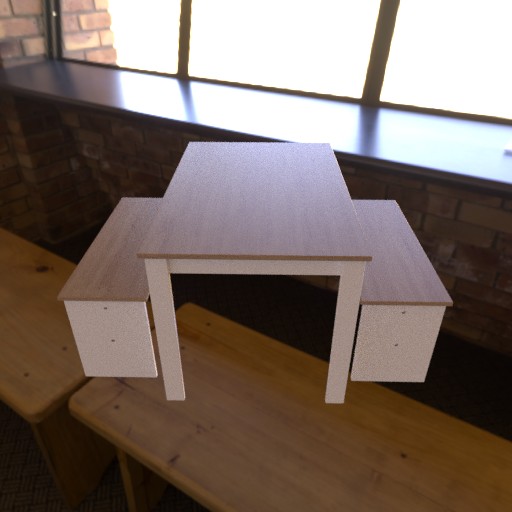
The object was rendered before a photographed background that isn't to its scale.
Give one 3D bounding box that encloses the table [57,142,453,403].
[{"bbox_3d":[0.000,0.000,2.022,1.443,0.700,1.100,1,32,1],"label":"table"}]
